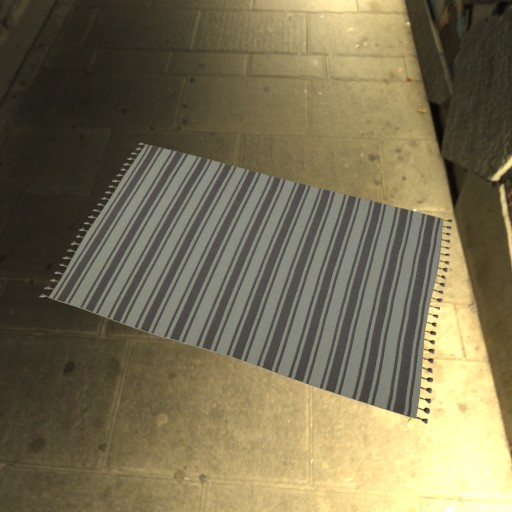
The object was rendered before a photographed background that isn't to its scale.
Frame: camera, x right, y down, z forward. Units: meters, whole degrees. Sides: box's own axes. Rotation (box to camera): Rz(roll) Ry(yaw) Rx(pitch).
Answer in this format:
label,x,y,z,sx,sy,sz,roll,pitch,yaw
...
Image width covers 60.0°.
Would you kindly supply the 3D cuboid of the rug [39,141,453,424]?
label,x,y,z,sx,sy,sz,roll,pitch,yaw
rug,0.000,0.000,2.520,2.096,0.011,1.229,16,60,10
